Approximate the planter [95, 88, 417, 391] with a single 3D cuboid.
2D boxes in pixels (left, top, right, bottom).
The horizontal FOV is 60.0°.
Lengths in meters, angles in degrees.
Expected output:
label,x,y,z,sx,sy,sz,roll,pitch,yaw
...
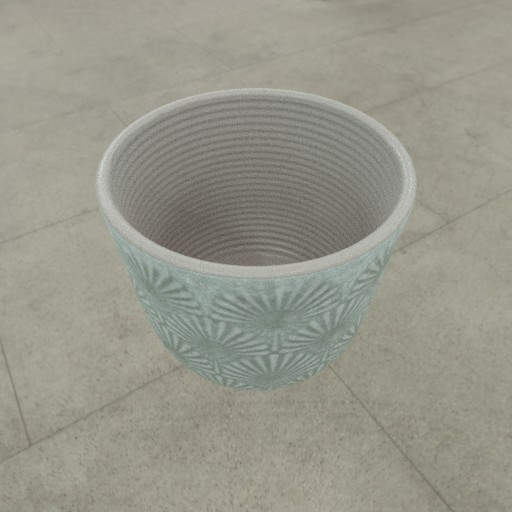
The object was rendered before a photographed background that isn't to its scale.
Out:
label,x,y,z,sx,sy,sz,roll,pitch,yaw
planter,0.000,0.000,0.294,0.170,0.152,0.170,0,46,0
